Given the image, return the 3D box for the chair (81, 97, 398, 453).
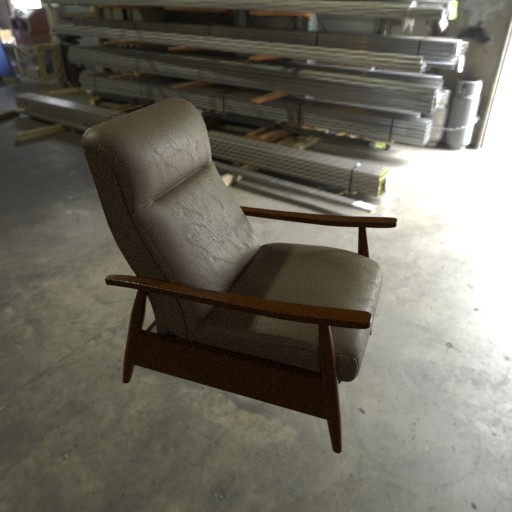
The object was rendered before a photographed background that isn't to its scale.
[{"bbox_3d":[0.000,0.000,1.796,1.014,1.082,0.762,11,33,18],"label":"chair"}]
